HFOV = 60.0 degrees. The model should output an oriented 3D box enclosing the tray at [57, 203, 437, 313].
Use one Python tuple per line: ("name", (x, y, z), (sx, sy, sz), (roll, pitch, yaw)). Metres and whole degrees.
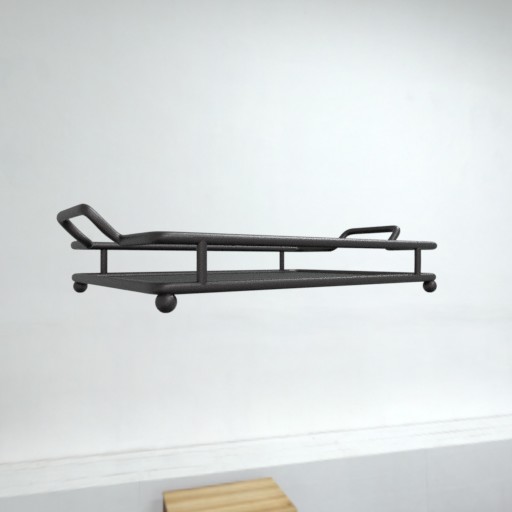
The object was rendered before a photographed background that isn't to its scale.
("tray", (0.000, 0.000, 0.612), (0.495, 0.101, 0.297), (0, 0, -36))
